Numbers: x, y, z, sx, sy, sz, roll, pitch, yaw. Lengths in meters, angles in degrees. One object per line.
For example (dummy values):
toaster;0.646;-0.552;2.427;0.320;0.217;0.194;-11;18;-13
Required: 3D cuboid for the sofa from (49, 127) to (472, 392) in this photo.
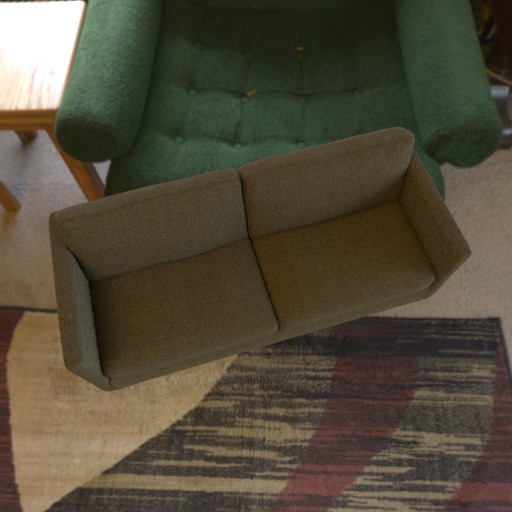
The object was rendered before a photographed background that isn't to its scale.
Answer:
sofa;0.000;0.000;2.686;2.208;0.965;0.948;-15;65;-7
